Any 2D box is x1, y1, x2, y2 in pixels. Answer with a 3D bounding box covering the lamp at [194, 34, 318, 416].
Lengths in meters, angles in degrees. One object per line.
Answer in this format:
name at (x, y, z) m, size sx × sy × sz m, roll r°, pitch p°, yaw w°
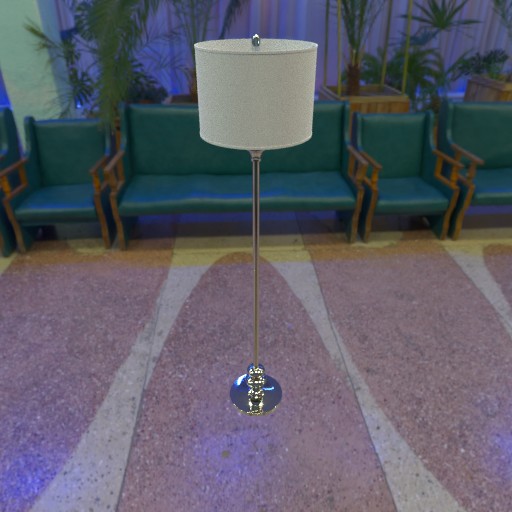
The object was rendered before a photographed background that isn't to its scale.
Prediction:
lamp at (0.000, 0.000, 1.657) m, size 0.356 × 1.487 × 0.356 m, roll -1°, pitch 31°, yaw -2°
